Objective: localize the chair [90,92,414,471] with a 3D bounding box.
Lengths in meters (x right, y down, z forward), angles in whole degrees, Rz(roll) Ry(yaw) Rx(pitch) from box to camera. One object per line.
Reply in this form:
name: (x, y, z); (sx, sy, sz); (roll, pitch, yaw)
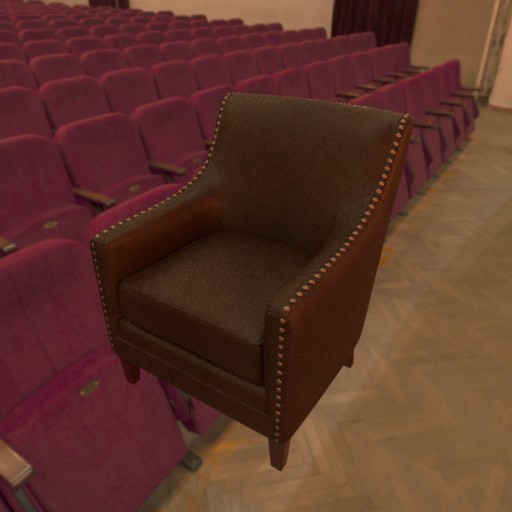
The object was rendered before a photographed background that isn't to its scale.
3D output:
chair: (0.000, 0.000, 1.331); (0.639, 0.813, 0.704); (18, 35, 28)
